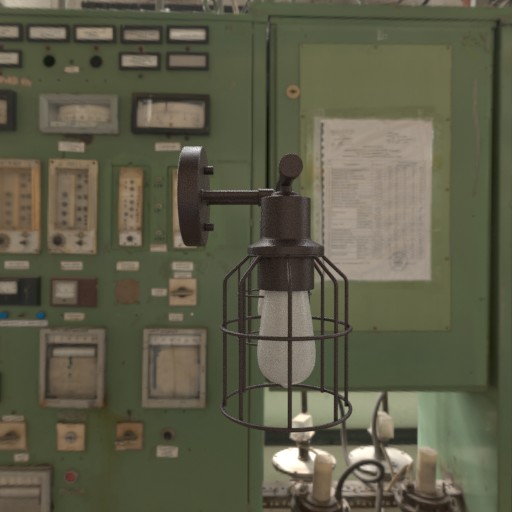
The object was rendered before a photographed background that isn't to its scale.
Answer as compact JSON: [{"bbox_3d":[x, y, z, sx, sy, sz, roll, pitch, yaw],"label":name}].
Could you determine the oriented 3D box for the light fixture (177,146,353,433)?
[{"bbox_3d":[0.000,0.000,0.522,0.165,0.254,0.406,0,1,0],"label":"light fixture"}]
